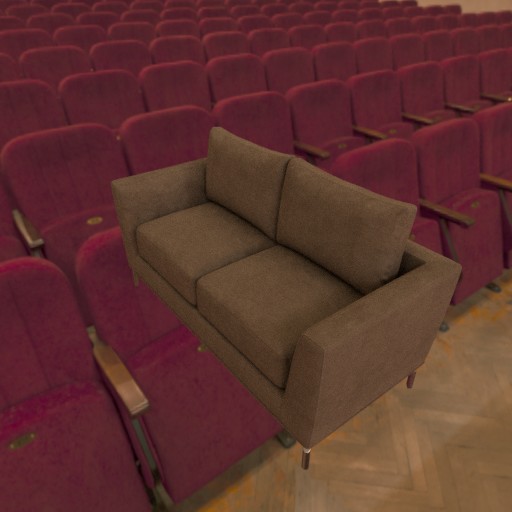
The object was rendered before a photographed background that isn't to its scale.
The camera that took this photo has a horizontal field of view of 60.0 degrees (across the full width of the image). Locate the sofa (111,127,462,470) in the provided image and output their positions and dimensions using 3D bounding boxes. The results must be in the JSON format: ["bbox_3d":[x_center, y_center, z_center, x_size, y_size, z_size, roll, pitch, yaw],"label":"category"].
[{"bbox_3d":[0.000,0.000,2.410,0.855,1.013,1.832,-22,38,-31],"label":"sofa"}]
